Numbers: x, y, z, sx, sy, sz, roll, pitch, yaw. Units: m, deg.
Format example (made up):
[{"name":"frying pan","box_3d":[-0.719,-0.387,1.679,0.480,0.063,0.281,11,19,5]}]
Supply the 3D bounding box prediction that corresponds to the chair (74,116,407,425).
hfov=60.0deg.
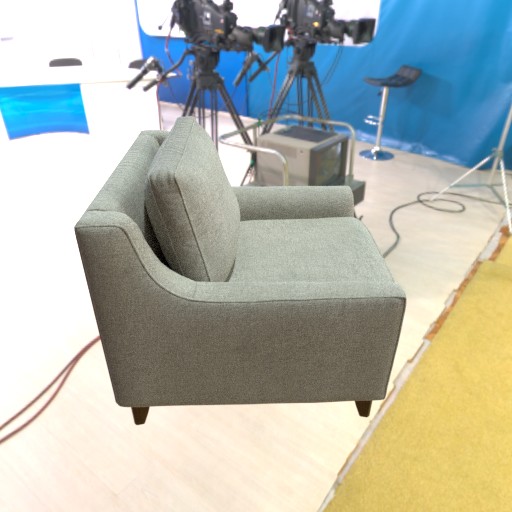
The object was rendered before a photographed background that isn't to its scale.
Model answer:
[{"name":"chair","box_3d":[0.000,0.000,1.609,0.918,0.864,0.838,-1,32,-1]}]
